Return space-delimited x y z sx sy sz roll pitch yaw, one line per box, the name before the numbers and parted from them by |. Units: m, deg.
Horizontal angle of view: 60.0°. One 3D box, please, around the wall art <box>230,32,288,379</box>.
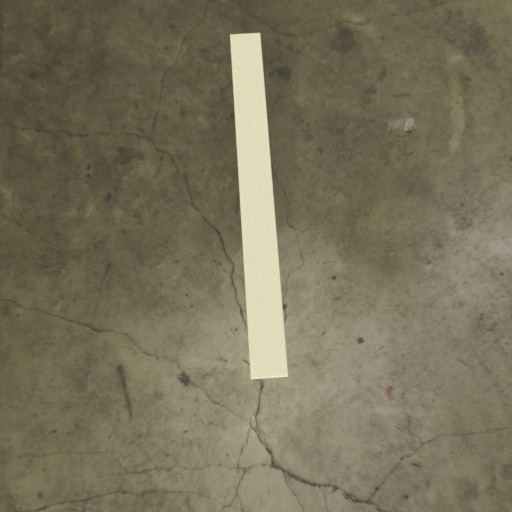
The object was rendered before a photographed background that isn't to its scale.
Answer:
wall art | 0.000 0.000 0.797 0.038 0.608 0.418 -4 75 -1
